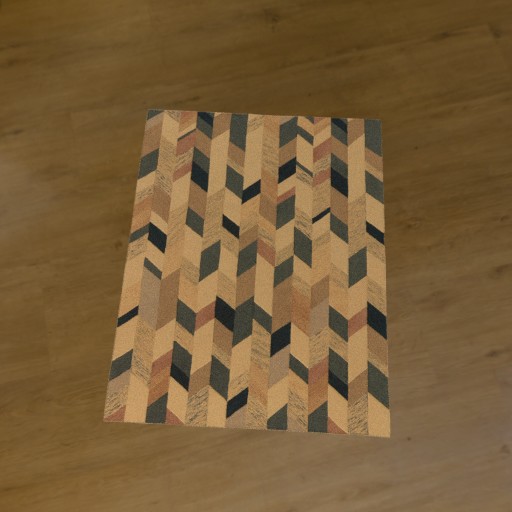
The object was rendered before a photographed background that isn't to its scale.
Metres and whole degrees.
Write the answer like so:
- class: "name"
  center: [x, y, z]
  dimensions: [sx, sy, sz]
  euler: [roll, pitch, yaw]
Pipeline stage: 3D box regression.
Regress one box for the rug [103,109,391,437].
- class: "rug"
  center: [0.000, 0.000, 4.191]
  dimensions: [2.451, 0.011, 3.072]
  euler: [3, 74, 1]
